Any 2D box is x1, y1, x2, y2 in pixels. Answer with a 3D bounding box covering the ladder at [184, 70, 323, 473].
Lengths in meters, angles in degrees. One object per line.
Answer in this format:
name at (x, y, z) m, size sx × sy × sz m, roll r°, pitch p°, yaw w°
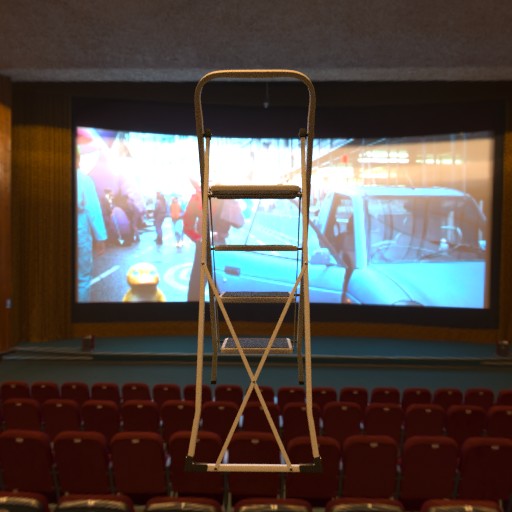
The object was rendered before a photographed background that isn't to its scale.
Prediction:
ladder at (0.000, 0.000, 1.743) m, size 0.460 × 1.265 × 0.914 m, roll 0°, pitch 1°, yaw 1°
